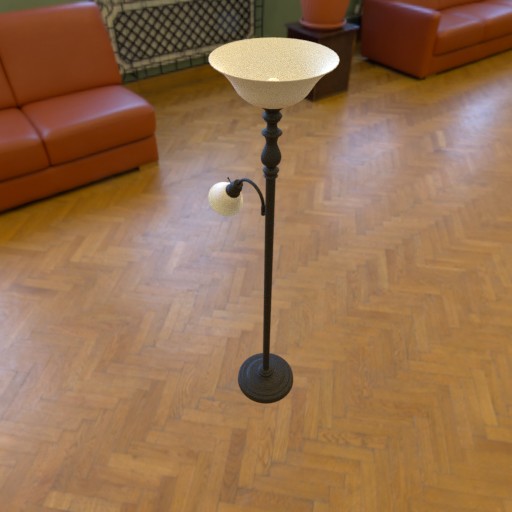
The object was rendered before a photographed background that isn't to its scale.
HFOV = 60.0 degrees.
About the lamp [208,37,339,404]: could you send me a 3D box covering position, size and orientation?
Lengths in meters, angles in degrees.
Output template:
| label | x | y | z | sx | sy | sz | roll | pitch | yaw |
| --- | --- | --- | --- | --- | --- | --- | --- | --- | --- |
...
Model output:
| label | x | y | z | sx | sy | sz | roll | pitch | yaw |
| --- | --- | --- | --- | --- | --- | --- | --- | --- | --- |
| lamp | 0.000 | 0.000 | 2.032 | 0.405 | 1.793 | 0.588 | -27 | 48 | -27 |
